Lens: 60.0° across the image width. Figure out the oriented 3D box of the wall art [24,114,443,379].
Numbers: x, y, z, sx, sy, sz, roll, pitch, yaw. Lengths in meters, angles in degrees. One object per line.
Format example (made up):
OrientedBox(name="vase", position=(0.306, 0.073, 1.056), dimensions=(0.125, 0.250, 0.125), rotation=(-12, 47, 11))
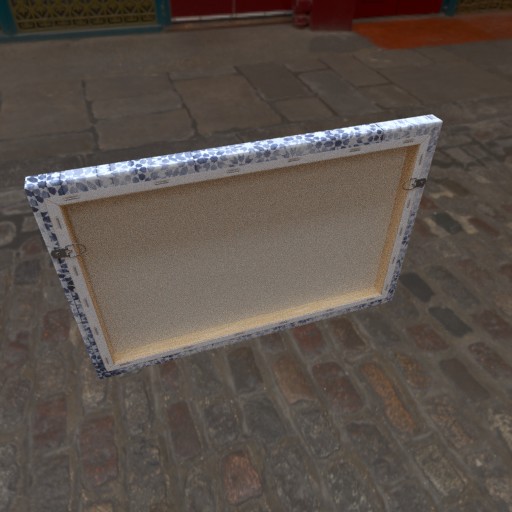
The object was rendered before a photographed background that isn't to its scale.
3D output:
OrientedBox(name="wall art", position=(0.000, 0.000, 0.756), dimensions=(0.608, 0.406, 0.030), rotation=(-12, 42, -14))
